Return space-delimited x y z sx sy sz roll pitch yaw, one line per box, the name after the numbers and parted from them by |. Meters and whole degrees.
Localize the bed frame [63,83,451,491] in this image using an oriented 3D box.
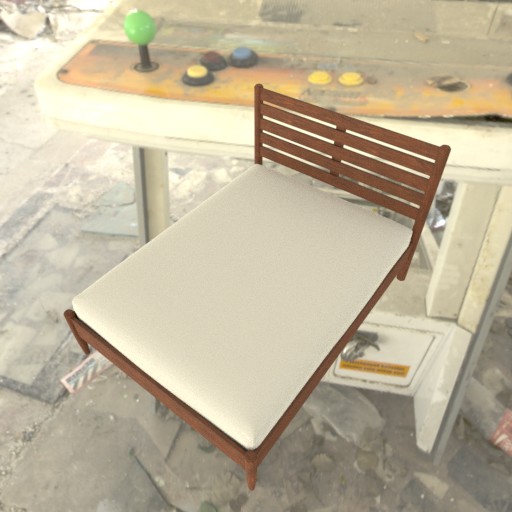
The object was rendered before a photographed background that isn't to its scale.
0.000 0.000 3.189 1.655 1.321 2.234 28 52 25 | bed frame
